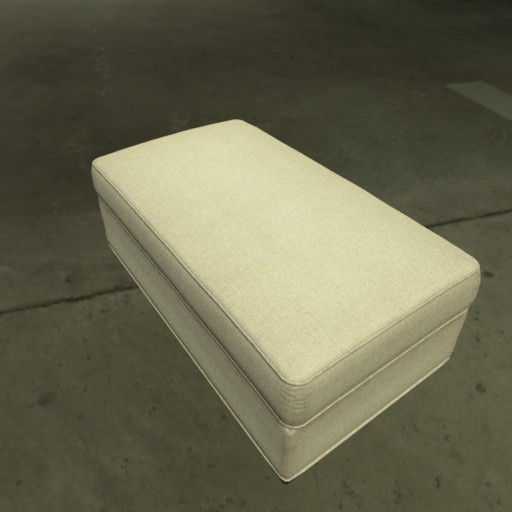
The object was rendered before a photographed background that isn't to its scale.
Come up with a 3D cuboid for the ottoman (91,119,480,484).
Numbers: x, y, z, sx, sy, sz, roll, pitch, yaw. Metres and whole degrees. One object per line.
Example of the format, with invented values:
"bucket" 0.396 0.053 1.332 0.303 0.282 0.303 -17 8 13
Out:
"ottoman" 0.000 0.000 1.383 0.617 0.461 1.097 -25 46 -26
